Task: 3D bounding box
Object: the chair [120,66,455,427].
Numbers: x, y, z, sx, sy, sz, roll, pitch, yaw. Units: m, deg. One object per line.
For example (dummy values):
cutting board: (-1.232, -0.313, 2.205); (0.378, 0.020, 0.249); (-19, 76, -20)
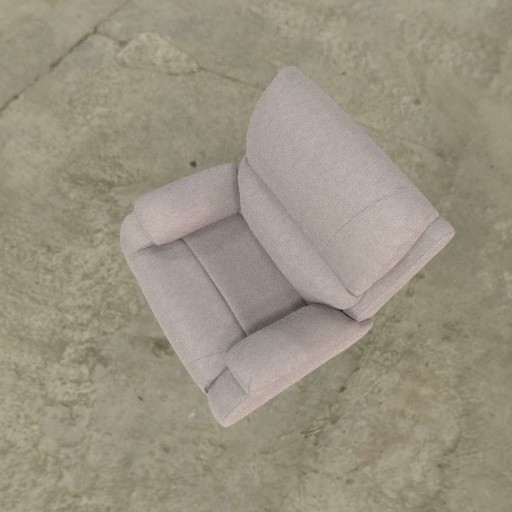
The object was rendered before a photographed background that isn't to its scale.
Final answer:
chair: (0.000, 0.000, 1.741); (0.899, 1.011, 0.930); (-30, 67, -14)
